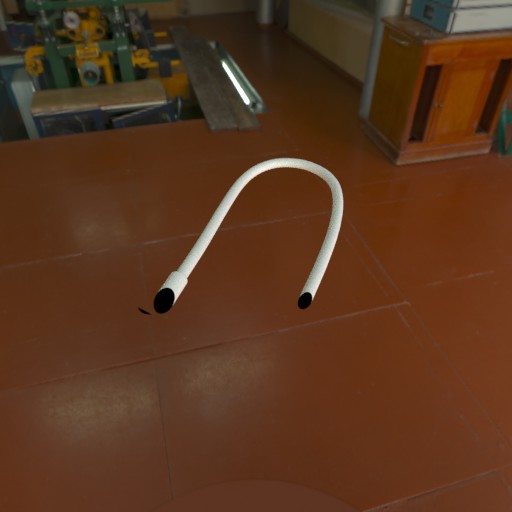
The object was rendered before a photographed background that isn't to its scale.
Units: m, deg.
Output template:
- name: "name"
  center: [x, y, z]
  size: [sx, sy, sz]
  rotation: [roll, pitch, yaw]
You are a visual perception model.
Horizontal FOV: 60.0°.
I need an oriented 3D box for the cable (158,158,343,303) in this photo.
- name: "cable"
  center: [0.000, 0.000, 0.111]
  size: [0.041, 0.005, 0.098]
  rotation: [13, 43, 14]
